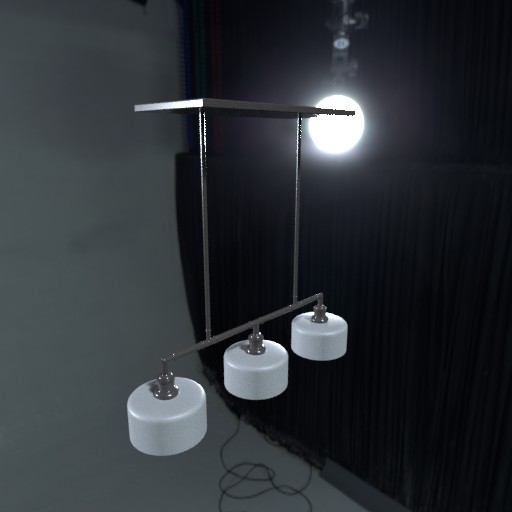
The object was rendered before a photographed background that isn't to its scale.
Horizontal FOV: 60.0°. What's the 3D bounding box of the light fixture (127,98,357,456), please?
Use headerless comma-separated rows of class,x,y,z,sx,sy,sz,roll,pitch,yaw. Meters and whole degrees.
light fixture,0.000,0.000,0.876,0.177,0.557,0.582,14,20,42
